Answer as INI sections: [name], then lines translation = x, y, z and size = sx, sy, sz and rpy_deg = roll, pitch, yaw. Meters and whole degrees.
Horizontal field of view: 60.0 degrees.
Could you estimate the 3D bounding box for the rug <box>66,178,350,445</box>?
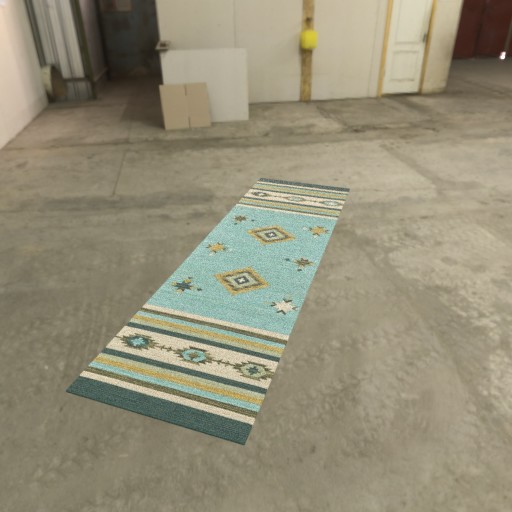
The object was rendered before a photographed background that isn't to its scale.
[rug]
translation = 0.000, 0.000, 2.625
size = 0.744, 0.010, 2.441
rpy_deg = 10, 32, 16
